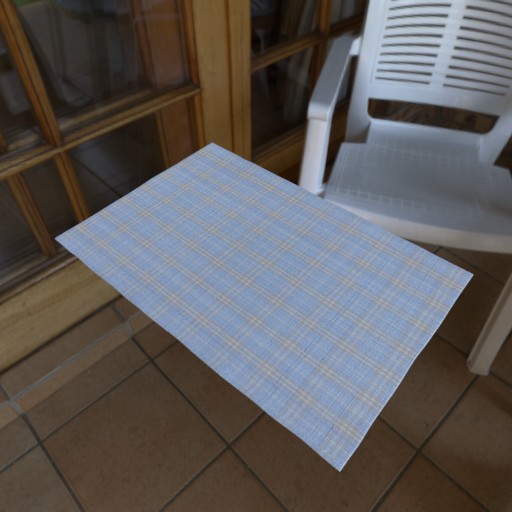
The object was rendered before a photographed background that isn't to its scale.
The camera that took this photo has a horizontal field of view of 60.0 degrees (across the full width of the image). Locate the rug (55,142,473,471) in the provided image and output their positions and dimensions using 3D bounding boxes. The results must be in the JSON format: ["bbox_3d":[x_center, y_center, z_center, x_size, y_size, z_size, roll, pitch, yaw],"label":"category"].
[{"bbox_3d":[0.000,0.000,2.314,1.835,0.012,1.231,32,55,26],"label":"rug"}]
